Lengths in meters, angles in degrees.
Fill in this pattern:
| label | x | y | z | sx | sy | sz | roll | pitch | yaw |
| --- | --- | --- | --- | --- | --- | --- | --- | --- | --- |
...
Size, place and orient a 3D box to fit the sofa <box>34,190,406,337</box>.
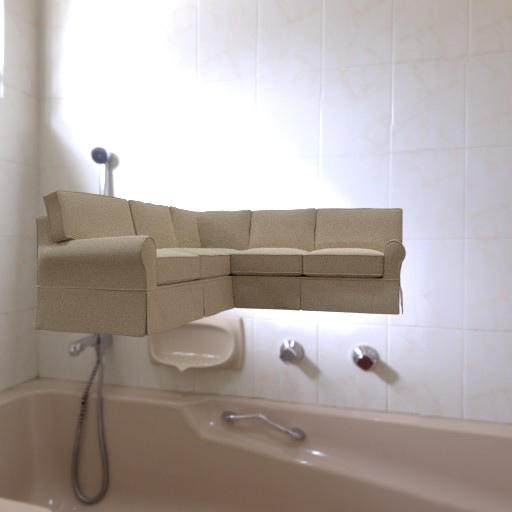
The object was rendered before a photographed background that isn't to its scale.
| label | x | y | z | sx | sy | sz | roll | pitch | yaw |
| --- | --- | --- | --- | --- | --- | --- | --- | --- | --- |
| sofa | 0.000 | 0.000 | 4.033 | 2.597 | 1.070 | 2.591 | 0 | 1 | 18 |
